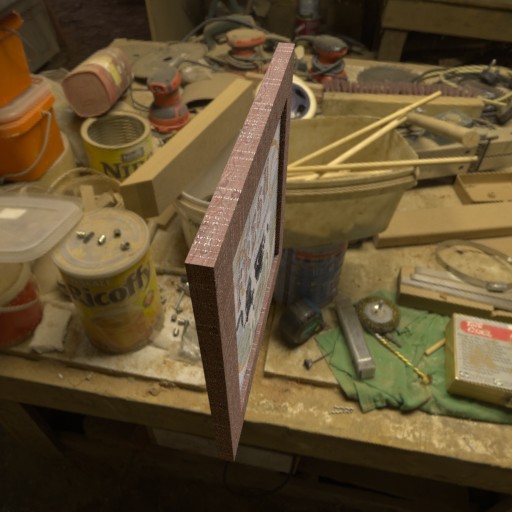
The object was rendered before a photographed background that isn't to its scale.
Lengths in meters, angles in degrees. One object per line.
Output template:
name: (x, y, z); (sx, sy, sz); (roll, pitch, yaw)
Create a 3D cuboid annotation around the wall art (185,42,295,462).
wall art: (0.000, 0.000, 0.789); (0.029, 0.531, 0.531); (9, 48, 8)
